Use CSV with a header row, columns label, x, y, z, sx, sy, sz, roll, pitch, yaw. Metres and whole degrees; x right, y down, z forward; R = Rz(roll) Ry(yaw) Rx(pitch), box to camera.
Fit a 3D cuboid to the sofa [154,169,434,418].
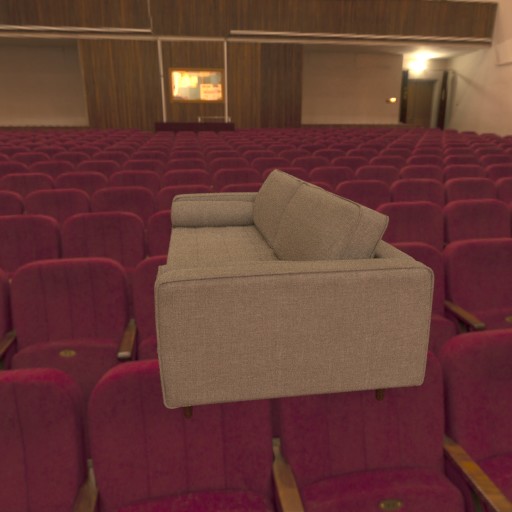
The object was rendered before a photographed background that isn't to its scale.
label,x,y,z,sx,sy,sz,roll,pitch,yaw
sofa,0.000,0.000,2.288,0.914,0.762,1.879,-2,16,-8
